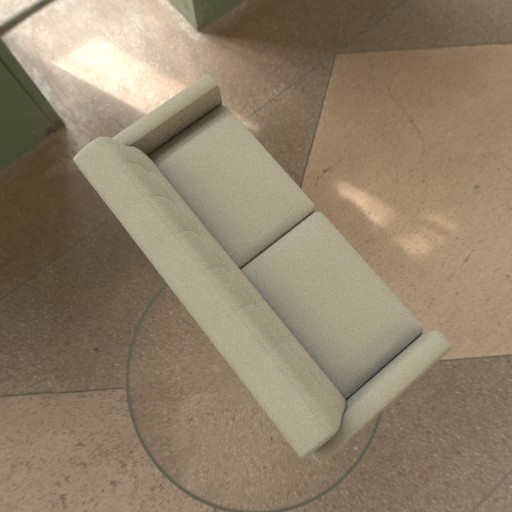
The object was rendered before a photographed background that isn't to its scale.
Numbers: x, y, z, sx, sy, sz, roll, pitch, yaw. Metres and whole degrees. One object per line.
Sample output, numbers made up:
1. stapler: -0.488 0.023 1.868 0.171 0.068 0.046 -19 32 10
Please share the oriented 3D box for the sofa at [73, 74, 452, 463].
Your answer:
1. sofa: 0.000 0.000 2.603 0.980 0.892 2.137 -38 79 -9
